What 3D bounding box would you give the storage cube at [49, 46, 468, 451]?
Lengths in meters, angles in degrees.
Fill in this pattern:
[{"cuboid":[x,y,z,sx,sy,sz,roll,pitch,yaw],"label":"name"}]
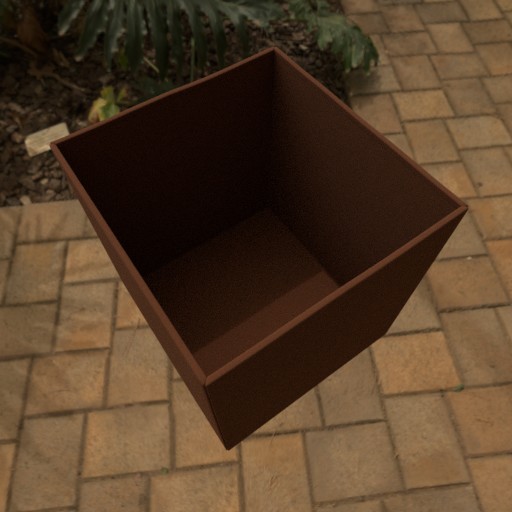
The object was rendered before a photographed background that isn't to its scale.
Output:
[{"cuboid":[0.000,0.000,0.496,0.270,0.280,0.270,-31,63,-18],"label":"storage cube"}]
